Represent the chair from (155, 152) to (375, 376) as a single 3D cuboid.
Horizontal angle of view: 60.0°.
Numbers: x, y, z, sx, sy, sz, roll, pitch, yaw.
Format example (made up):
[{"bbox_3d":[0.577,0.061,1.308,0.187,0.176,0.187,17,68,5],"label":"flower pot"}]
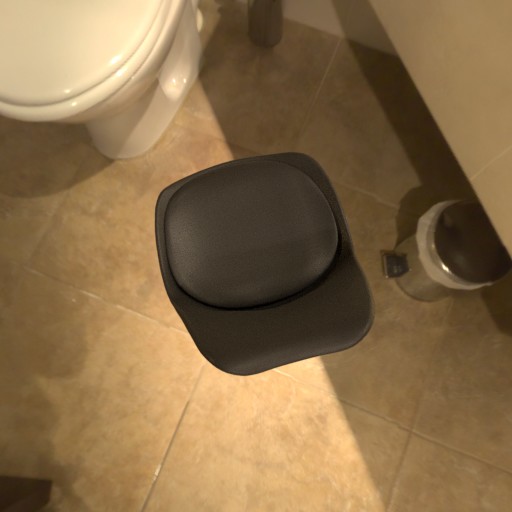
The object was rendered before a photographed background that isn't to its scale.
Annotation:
[{"bbox_3d":[0.000,0.000,1.179,0.485,0.850,0.550,-14,78,-3],"label":"chair"}]
